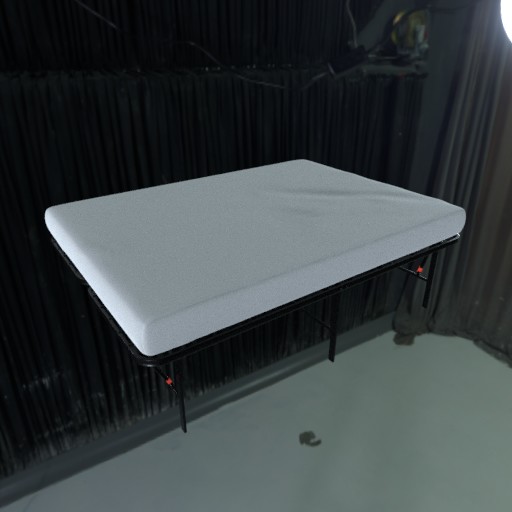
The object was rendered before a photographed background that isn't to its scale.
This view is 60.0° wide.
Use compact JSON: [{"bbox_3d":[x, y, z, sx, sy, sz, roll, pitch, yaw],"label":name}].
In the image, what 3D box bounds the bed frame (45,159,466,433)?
[{"bbox_3d":[0.000,0.000,2.534,1.905,0.637,1.372,-18,31,-31],"label":"bed frame"}]
